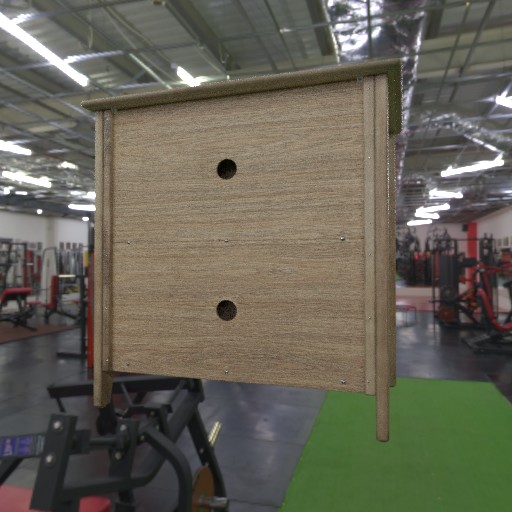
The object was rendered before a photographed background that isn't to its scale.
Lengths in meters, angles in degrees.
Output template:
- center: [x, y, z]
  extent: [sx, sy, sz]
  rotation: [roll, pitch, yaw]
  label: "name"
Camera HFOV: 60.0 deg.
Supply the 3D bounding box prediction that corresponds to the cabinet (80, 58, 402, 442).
- center: [0.000, 0.000, 1.210]
  extent: [0.763, 0.762, 0.503]
  rotation: [0, -1, 18]
  label: "cabinet"
